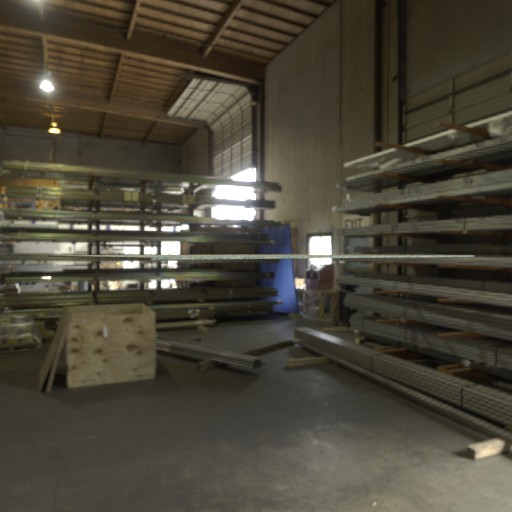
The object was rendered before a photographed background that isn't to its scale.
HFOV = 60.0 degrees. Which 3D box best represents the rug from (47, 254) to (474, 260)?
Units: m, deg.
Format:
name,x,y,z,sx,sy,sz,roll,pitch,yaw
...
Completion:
name,x,y,z,sx,sy,sz,roll,pitch,yaw
rug,0.000,0.000,4.042,3.056,0.013,2.441,0,1,-36
